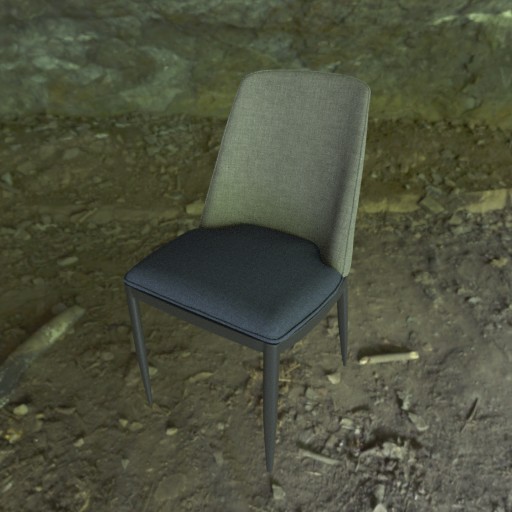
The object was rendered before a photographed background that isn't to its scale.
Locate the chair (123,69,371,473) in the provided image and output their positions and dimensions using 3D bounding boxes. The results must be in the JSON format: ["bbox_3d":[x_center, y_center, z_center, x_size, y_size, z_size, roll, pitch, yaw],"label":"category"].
[{"bbox_3d":[0.000,0.000,1.164,0.488,0.855,0.550,17,34,28],"label":"chair"}]
